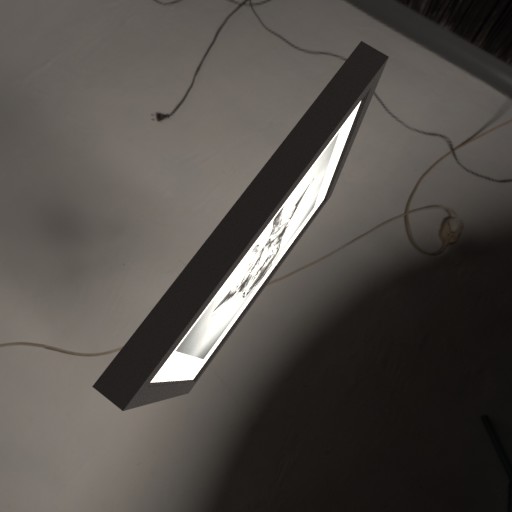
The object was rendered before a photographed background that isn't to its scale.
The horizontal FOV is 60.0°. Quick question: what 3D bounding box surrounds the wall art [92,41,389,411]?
[{"bbox_3d":[0.000,0.000,0.531,0.031,0.330,0.381,35,78,9],"label":"wall art"}]
